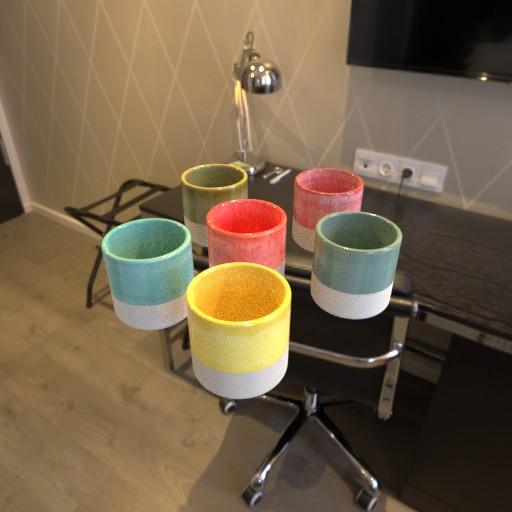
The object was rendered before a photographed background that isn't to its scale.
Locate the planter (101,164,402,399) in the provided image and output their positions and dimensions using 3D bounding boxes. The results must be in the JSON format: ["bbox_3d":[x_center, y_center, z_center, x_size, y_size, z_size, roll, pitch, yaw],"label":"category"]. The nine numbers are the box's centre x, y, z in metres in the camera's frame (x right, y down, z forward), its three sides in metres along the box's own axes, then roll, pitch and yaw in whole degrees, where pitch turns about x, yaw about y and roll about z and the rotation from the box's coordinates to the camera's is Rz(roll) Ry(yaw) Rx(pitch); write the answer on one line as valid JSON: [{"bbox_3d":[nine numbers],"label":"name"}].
[{"bbox_3d":[0.000,0.000,0.424,0.257,0.075,0.286,2,32,3],"label":"planter"}]
